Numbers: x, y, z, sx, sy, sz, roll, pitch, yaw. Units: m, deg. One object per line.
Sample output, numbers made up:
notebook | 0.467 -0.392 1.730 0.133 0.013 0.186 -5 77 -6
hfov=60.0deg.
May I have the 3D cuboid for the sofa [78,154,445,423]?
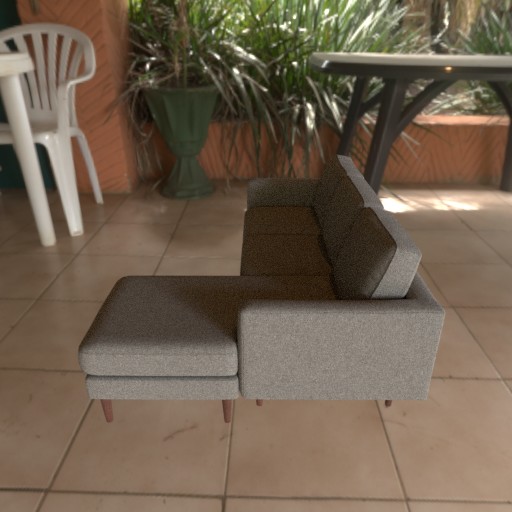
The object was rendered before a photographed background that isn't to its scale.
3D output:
sofa | 0.000 0.000 2.934 1.667 0.957 2.055 0 26 0
